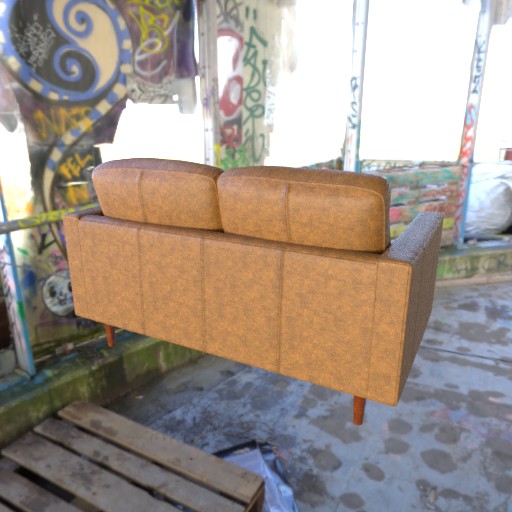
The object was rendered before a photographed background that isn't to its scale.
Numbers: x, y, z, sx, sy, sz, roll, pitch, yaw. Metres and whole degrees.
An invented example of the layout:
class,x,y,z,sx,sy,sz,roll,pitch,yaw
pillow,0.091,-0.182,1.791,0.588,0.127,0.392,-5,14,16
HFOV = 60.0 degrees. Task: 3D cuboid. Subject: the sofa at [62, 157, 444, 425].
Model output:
class,x,y,z,sx,sy,sz,roll,pitch,yaw
sofa,0.000,0.000,2.159,1.578,0.951,0.909,9,20,27
